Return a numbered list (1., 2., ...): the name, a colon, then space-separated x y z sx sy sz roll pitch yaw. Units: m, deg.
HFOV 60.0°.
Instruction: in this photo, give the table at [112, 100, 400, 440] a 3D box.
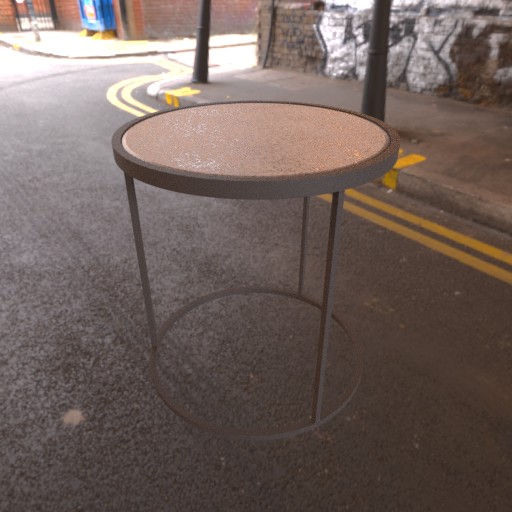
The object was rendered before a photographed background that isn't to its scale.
1. table: 0.000 0.000 0.876 0.470 0.498 0.470 0 31 0
